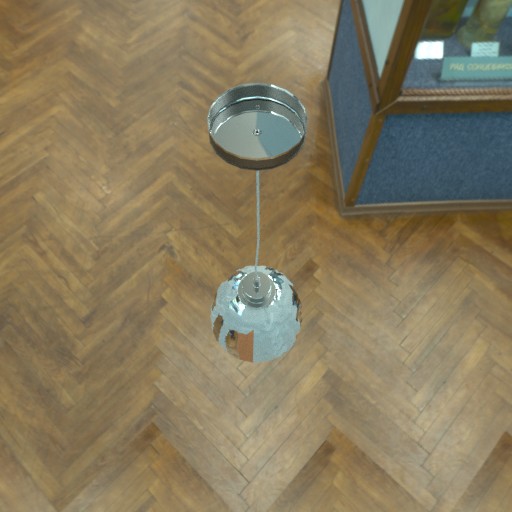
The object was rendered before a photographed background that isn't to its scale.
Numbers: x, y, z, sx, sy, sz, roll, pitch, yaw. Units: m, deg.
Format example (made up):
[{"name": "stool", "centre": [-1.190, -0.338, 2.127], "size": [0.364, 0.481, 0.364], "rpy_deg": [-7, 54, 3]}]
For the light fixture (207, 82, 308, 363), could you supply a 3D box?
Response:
[{"name": "light fixture", "centre": [0.000, 0.000, 1.780], "size": [0.500, 1.511, 0.496], "rpy_deg": [1, 63, 0]}]
